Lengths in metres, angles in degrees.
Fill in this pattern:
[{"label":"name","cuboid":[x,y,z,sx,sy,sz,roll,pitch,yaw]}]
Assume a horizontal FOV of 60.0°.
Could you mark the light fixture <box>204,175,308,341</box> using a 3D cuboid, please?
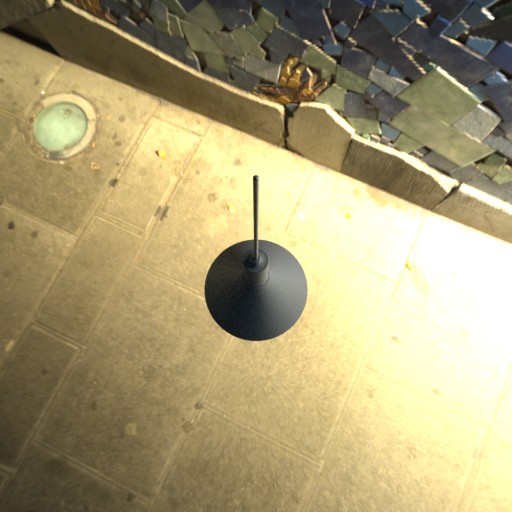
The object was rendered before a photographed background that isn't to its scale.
[{"label":"light fixture","cuboid":[0.000,0.000,0.826,0.267,0.683,0.267,39,79,10]}]
